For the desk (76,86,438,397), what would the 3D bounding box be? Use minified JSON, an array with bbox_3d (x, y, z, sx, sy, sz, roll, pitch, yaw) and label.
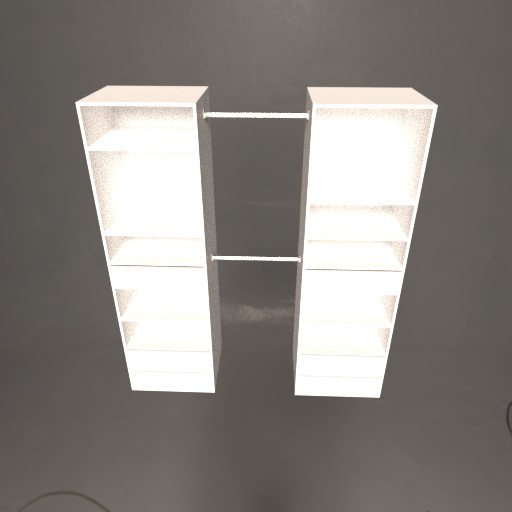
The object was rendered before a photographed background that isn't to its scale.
[{"bbox_3d":[0.000,0.000,2.875,1.770,2.000,0.480,1,30,2],"label":"desk"}]
